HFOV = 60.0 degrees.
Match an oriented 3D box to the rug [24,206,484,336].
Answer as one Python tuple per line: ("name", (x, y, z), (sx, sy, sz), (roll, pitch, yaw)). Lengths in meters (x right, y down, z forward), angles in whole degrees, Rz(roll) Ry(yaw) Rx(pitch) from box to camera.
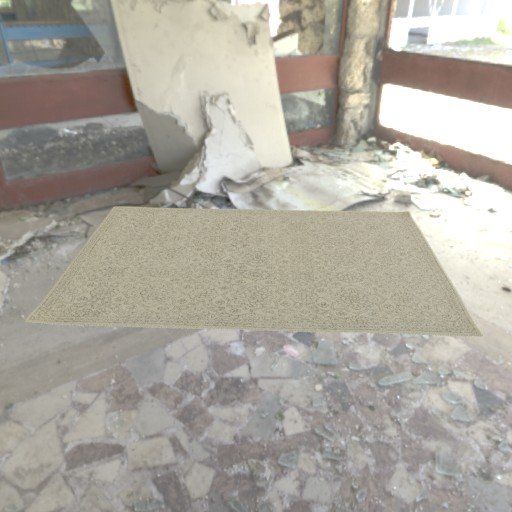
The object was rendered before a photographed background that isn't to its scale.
("rug", (0.000, 0.000, 2.384), (1.947, 0.023, 1.214), (1, 31, 2))
